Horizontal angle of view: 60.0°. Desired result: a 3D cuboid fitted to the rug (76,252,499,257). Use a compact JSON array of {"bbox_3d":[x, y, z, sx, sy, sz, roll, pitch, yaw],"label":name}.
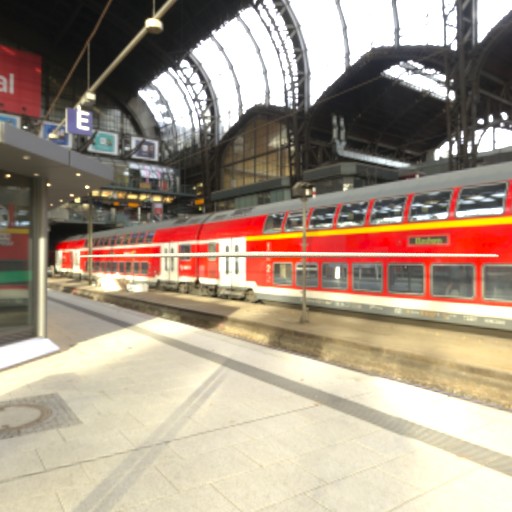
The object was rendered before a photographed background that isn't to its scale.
[{"bbox_3d":[0.000,0.000,2.791,1.608,0.014,2.213,0,0,-36],"label":"rug"}]
